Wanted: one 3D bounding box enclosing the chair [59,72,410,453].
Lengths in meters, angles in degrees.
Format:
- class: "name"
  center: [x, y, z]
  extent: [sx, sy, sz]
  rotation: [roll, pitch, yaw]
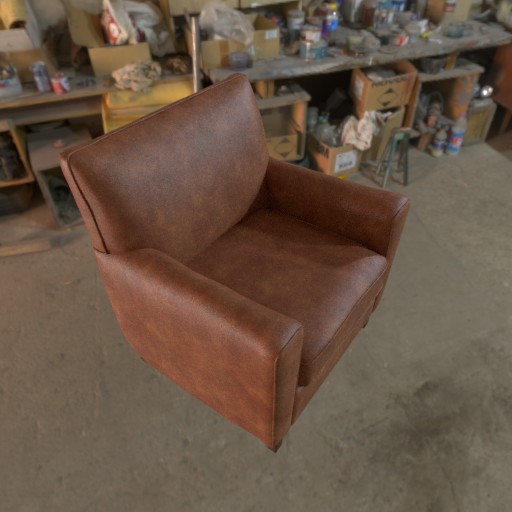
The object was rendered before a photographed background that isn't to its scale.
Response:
- class: "chair"
  center: [0.000, 0.000, 1.609]
  extent: [0.823, 0.943, 0.870]
  rotation: [26, 48, 26]
